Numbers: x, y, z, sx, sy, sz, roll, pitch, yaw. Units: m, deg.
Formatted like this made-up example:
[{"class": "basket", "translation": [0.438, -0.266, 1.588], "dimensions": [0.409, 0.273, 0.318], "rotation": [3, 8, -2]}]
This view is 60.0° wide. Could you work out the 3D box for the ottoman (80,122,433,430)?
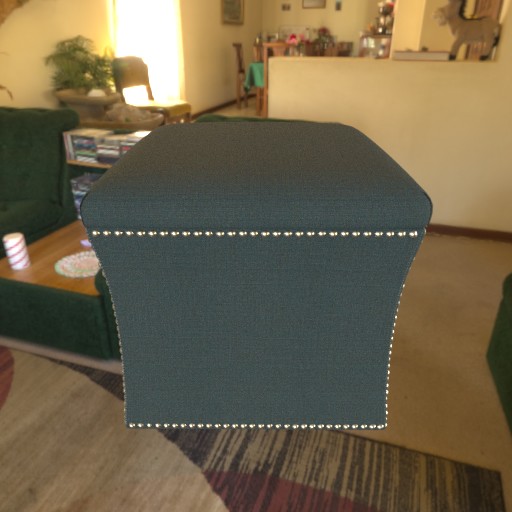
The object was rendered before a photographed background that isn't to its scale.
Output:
[{"class": "ottoman", "translation": [0.000, 0.000, 0.893], "dimensions": [0.497, 0.475, 0.507], "rotation": [0, 26, 0]}]
